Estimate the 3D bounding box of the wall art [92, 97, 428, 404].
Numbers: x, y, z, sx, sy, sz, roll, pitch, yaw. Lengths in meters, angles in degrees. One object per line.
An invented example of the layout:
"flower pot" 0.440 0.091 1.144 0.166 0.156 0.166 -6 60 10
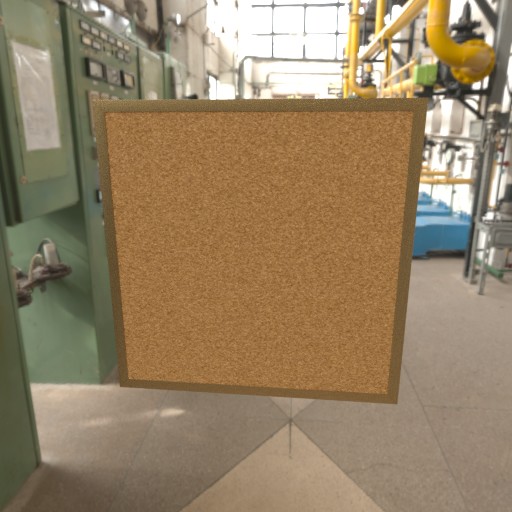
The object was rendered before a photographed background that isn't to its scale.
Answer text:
"wall art" 0.000 0.000 0.459 0.304 0.305 0.038 2 16 6
